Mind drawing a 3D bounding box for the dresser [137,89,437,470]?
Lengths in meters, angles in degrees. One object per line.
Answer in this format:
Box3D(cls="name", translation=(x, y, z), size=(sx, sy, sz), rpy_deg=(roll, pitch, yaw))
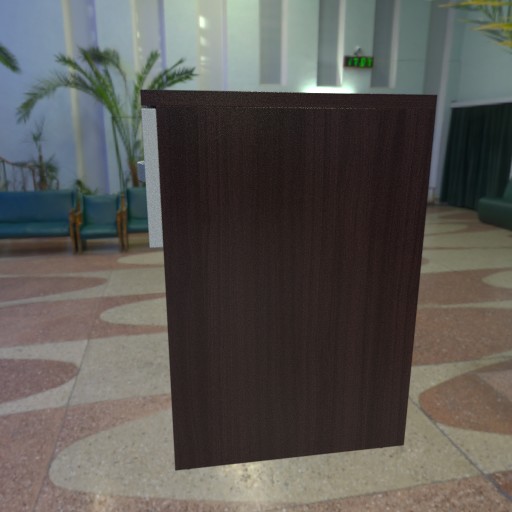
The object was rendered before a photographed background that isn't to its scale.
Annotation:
Box3D(cls="dresser", translation=(0.000, 0.000, 0.733), size=(0.360, 0.470, 0.400), rpy_deg=(-2, 15, -9))
